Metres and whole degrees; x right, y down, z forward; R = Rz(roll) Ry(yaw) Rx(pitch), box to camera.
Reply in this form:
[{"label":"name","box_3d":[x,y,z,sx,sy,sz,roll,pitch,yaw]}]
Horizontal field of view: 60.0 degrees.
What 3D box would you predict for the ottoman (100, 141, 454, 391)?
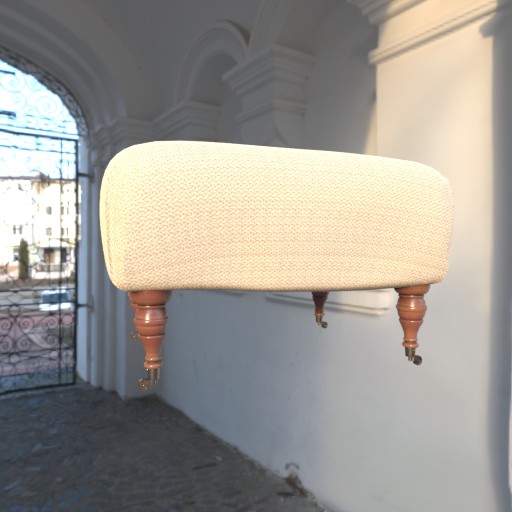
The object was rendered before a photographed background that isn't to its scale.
[{"label":"ottoman","box_3d":[0.000,0.000,1.048,0.684,0.447,0.622,0,1,-17]}]
